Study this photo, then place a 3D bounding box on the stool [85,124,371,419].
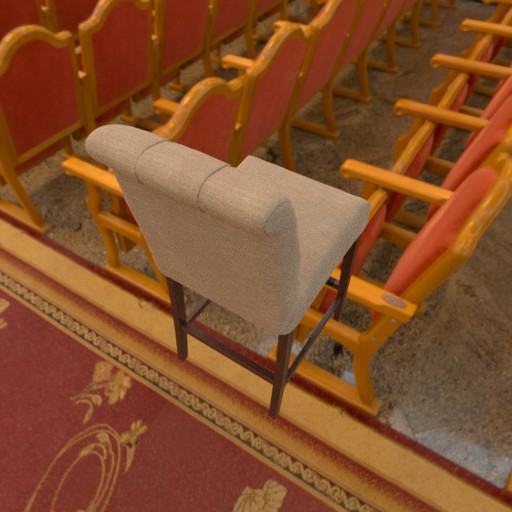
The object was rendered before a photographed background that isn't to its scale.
[{"bbox_3d":[0.000,0.000,1.415,0.486,1.084,0.660,26,53,21],"label":"stool"}]
